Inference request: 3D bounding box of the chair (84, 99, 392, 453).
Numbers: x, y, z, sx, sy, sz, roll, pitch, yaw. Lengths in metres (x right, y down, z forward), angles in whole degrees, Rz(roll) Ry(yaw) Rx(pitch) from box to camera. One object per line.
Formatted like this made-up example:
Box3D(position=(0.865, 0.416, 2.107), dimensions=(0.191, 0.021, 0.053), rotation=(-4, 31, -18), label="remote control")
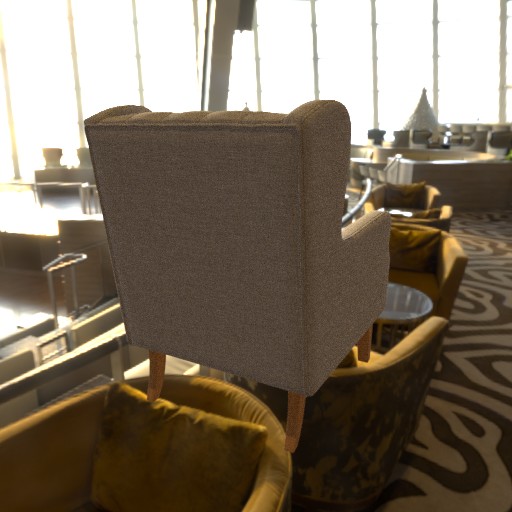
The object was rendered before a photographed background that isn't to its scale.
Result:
Box3D(position=(0.000, 0.000, 1.442), dimensions=(0.710, 0.930, 0.760), rotation=(9, 19, 27), label="chair")
